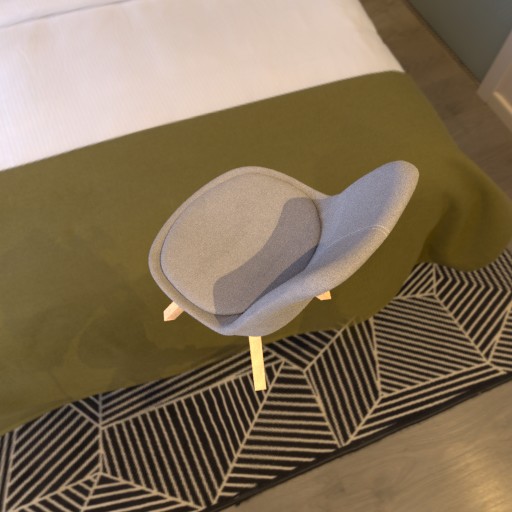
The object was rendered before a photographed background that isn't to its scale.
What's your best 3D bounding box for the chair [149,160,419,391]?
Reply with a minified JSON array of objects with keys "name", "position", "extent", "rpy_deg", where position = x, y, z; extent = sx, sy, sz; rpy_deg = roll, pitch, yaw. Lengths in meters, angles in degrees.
[{"name":"chair","position":[0.000,0.000,1.173],"extent":[0.549,0.863,0.474],"rpy_deg":[34,68,16]}]
